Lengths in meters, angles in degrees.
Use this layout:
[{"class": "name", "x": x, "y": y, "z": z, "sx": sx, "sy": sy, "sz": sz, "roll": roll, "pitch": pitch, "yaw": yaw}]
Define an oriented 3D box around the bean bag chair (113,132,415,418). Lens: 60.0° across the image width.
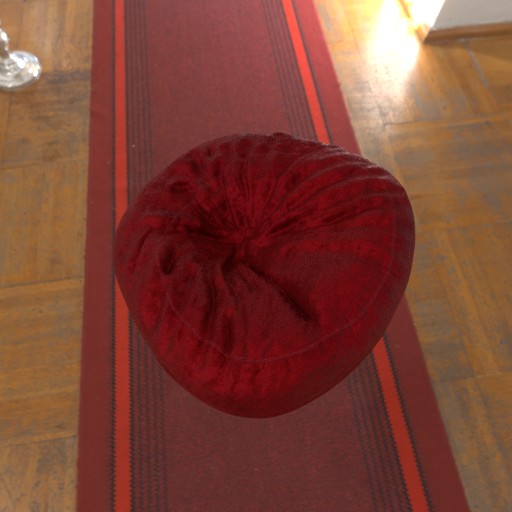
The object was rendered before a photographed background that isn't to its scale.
[{"class": "bean bag chair", "x": 0.000, "y": 0.000, "z": 2.394, "sx": 1.524, "sy": 0.878, "sz": 1.524, "roll": 34, "pitch": 69, "yaw": 15}]
